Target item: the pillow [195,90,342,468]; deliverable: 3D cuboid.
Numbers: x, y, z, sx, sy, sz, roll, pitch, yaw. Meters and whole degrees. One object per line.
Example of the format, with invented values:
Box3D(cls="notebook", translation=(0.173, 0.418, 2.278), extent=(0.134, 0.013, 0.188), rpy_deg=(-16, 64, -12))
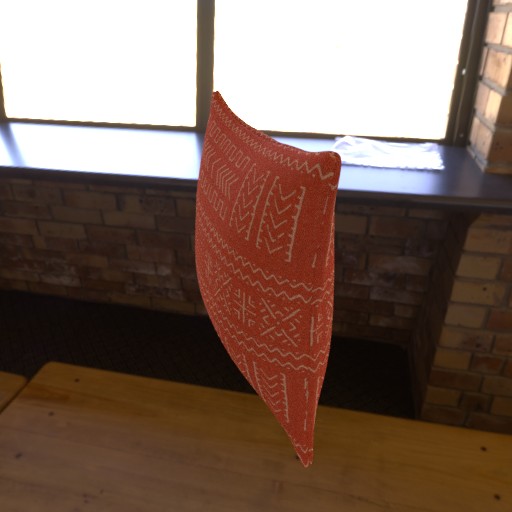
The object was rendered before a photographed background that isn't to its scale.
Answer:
Box3D(cls="pillow", translation=(0.000, 0.000, 0.674), extent=(0.164, 0.429, 0.438), rpy_deg=(-10, 30, -17))
